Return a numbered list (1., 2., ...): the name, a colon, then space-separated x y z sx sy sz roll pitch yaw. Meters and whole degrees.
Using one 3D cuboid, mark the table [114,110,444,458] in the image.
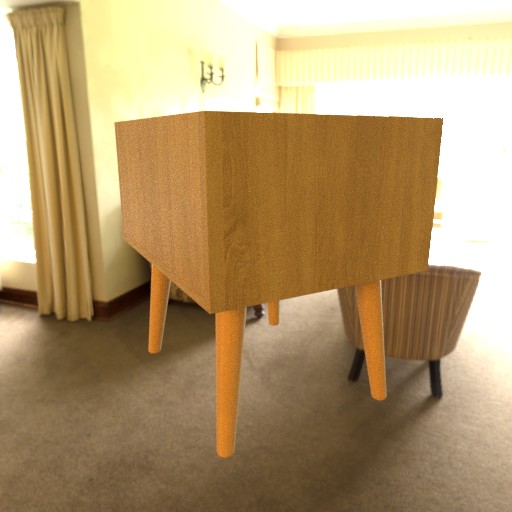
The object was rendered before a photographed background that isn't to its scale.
1. table: 0.000 0.000 0.802 0.370 0.470 0.450 -8 17 -28
